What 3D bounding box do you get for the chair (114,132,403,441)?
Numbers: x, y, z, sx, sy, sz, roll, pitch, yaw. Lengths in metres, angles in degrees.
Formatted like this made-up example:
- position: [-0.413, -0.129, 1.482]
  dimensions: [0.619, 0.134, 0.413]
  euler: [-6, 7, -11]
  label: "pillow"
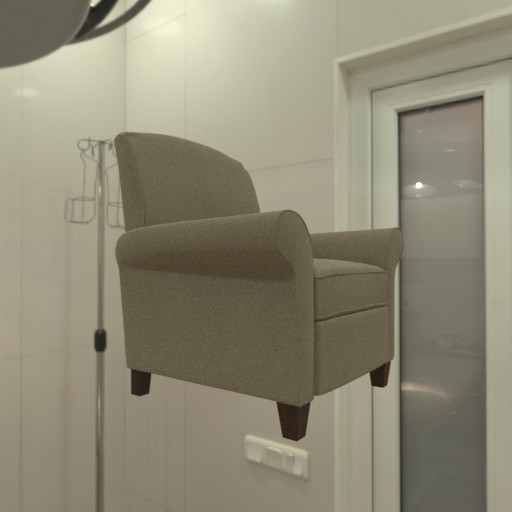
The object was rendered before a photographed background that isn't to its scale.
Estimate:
- position: [0.000, 0.000, 1.787]
  dimensions: [0.905, 1.061, 0.978]
  euler: [0, -1, 37]
  label: "chair"
